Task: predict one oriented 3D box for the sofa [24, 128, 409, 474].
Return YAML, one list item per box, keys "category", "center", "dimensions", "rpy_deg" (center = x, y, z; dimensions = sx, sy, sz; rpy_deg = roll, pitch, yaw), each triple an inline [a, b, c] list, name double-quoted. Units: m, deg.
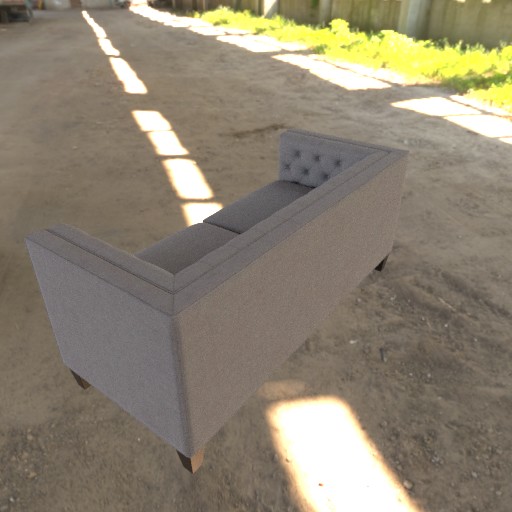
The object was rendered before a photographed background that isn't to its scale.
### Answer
- category: "sofa"
  center: [0.000, 0.000, 2.196]
  dimensions: [0.775, 0.762, 1.778]
  rpy_deg: [21, 37, 31]
